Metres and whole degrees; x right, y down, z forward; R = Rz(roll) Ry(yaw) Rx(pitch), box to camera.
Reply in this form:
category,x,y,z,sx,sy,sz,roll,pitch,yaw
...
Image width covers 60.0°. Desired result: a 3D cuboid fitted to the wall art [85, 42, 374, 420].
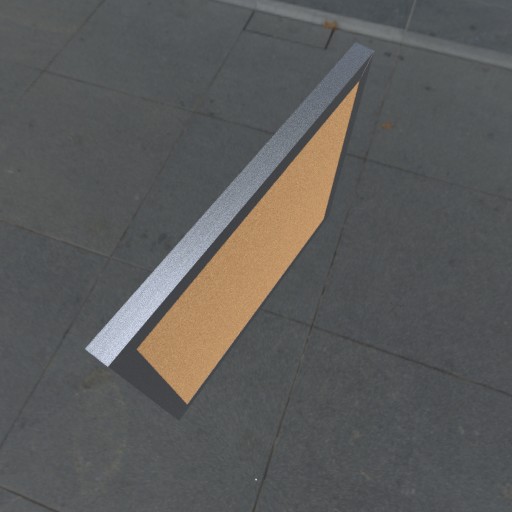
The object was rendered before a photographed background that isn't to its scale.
category,x,y,z,sx,sy,sz,roll,pitch,yaw
wall art,0.000,0.000,0.749,0.032,0.456,0.557,32,68,15
